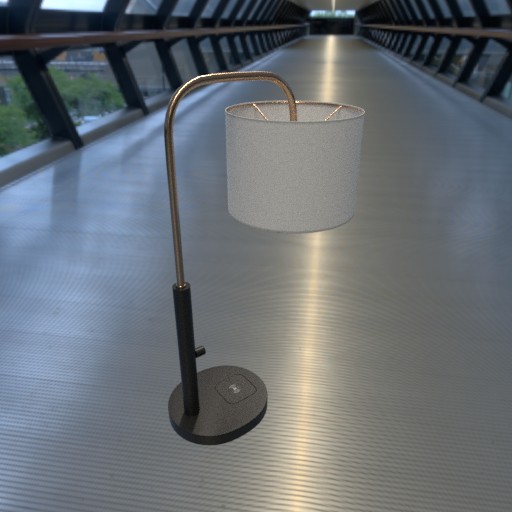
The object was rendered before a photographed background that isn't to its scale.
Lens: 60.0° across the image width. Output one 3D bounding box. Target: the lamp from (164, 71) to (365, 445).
[{"bbox_3d":[0.000,0.000,0.700,0.337,0.540,0.199,-19,32,-33],"label":"lamp"}]
